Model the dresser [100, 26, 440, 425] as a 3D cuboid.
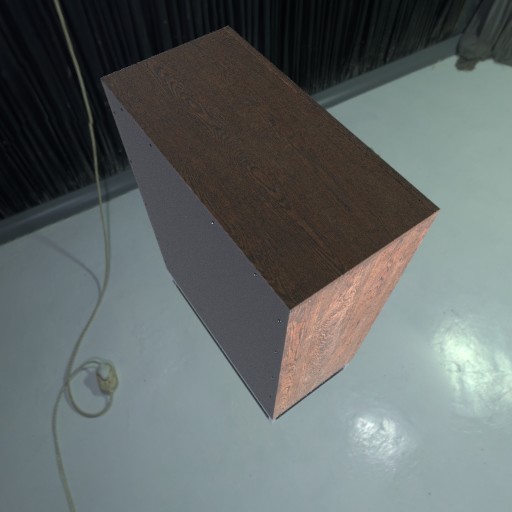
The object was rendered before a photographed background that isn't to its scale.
[{"bbox_3d":[0.000,0.000,1.815,0.508,1.321,0.965,-31,64,-17],"label":"dresser"}]
